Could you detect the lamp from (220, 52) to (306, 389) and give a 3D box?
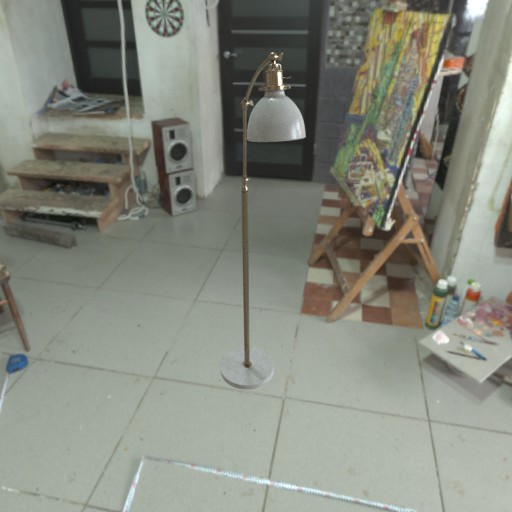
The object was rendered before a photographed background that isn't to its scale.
[{"bbox_3d":[0.000,0.000,1.847,0.288,1.586,0.599,-9,32,-15],"label":"lamp"}]
